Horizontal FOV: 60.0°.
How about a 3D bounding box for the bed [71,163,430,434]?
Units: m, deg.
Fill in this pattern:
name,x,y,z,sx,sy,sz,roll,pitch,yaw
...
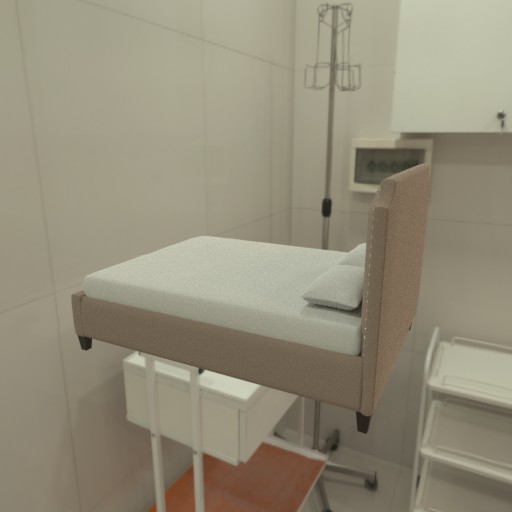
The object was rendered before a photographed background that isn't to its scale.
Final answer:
name,x,y,z,sx,sy,sz,roll,pitch,yaw
bed,0.000,0.000,3.547,2.372,1.443,1.713,8,17,26
